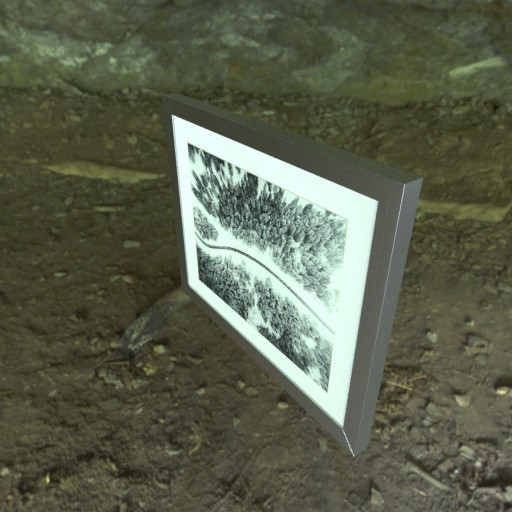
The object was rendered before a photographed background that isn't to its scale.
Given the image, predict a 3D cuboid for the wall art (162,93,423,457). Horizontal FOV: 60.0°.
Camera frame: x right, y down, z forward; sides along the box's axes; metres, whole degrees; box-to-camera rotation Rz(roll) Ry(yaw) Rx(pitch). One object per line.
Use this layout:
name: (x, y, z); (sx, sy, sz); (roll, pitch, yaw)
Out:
wall art: (0.000, 0.000, 0.776); (0.032, 0.456, 0.557); (-21, 37, -31)
